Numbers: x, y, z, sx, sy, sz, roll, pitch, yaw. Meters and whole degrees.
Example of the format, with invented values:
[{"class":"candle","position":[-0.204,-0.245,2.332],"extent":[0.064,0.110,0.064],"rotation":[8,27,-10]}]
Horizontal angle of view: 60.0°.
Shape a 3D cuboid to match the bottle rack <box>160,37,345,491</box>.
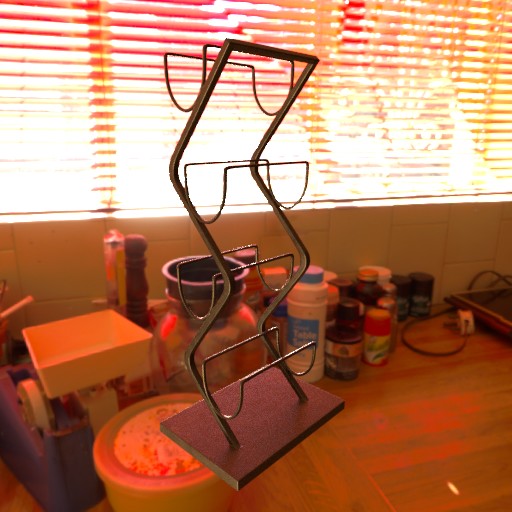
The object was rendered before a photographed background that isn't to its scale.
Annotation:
[{"class":"bottle rack","position":[0.000,0.000,0.656],"extent":[0.178,0.559,0.254],"rotation":[14,21,42]}]
